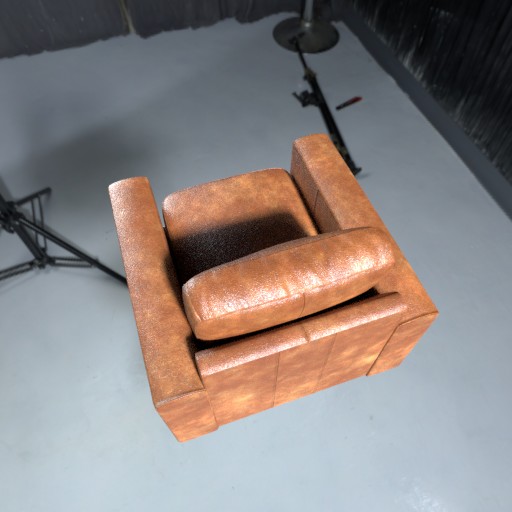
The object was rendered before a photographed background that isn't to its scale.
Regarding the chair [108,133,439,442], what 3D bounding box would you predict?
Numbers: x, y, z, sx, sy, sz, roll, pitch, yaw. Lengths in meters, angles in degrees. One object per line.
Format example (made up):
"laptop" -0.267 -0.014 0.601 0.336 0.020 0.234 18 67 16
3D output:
"chair" 0.000 0.000 1.798 1.005 0.873 1.016 -16 58 -10
